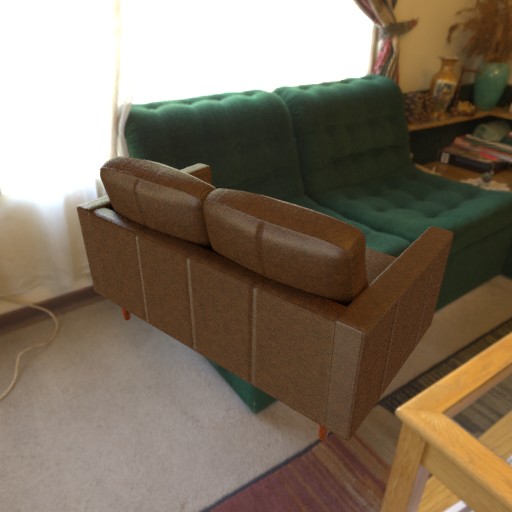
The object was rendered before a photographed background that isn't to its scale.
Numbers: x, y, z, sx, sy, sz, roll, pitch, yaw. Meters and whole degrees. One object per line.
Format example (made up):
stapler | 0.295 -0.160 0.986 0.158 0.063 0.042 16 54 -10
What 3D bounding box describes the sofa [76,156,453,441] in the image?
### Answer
sofa | 0.000 0.000 2.196 1.578 0.951 0.909 21 36 33
